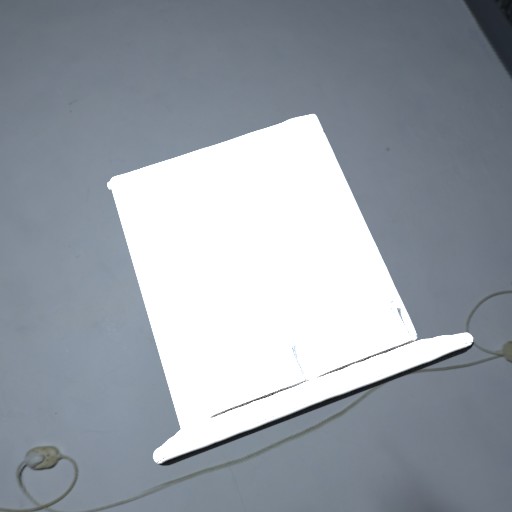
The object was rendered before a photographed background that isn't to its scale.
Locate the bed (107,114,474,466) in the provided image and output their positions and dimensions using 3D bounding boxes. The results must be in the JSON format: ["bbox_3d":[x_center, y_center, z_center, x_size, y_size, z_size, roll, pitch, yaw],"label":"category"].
[{"bbox_3d":[0.000,0.000,3.604,2.078,1.427,2.387,-19,76,-5],"label":"bed"}]
